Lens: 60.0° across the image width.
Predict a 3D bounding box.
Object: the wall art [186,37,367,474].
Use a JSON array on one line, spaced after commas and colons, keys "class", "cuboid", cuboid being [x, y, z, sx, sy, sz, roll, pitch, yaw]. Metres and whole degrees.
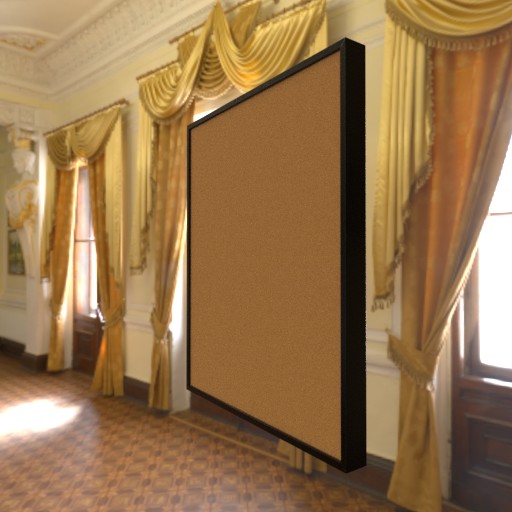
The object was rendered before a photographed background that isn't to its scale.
[{"class": "wall art", "cuboid": [0.000, 0.000, 0.756, 0.039, 0.553, 0.451, 0, -1, -35]}]
